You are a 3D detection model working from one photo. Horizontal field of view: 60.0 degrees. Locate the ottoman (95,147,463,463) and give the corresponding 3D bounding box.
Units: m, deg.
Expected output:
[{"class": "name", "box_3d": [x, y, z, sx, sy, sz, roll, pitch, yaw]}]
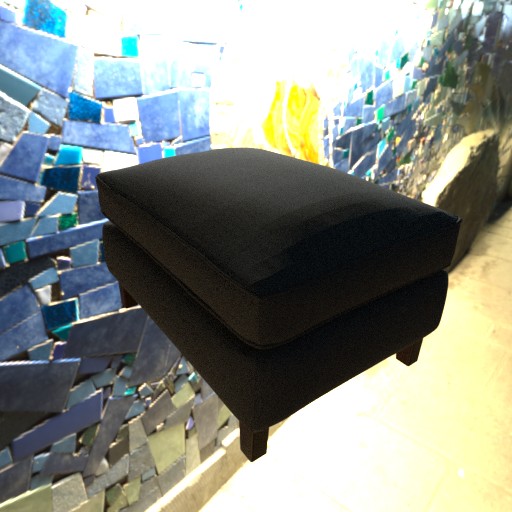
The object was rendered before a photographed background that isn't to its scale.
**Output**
[{"class": "ottoman", "box_3d": [0.000, 0.000, 0.982, 0.508, 0.406, 0.686, -18, 32, -31]}]
